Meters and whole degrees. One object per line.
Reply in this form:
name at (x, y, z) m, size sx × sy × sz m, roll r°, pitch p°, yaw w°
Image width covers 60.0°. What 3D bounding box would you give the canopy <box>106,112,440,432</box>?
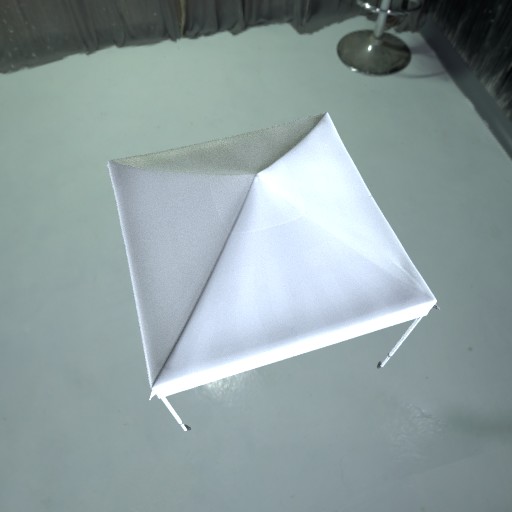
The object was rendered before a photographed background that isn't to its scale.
canopy at (0.000, 0.000, 5.510) m, size 2.996 × 2.998 × 2.994 m, roll -15°, pitch 60°, yaw -9°
